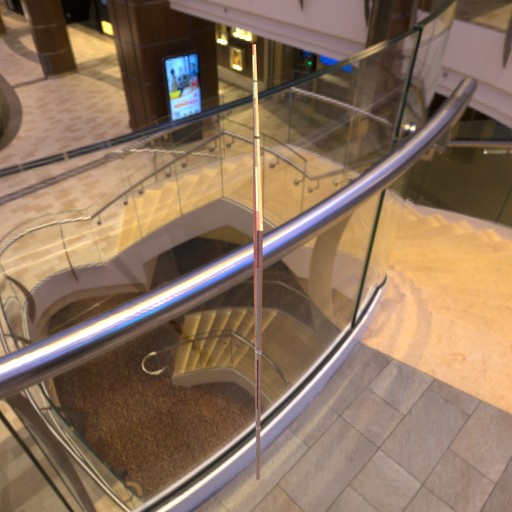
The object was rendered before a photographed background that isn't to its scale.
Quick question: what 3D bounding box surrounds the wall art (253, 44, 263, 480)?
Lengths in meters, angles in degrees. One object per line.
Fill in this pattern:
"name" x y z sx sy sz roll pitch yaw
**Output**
"wall art" 0.000 0.000 1.752 0.013 1.220 1.216 0 42 -1
